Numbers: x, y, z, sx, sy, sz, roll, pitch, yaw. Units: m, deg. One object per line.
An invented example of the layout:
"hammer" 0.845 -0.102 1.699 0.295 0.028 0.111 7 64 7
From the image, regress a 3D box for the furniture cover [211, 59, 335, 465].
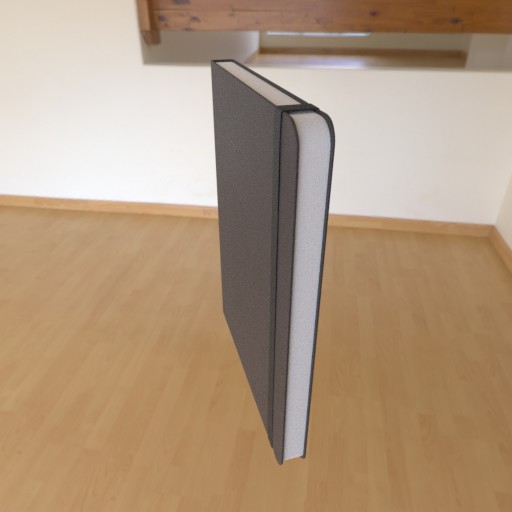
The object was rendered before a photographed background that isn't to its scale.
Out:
"furniture cover" 0.000 0.000 0.376 0.023 0.281 0.216 -9 33 -14
